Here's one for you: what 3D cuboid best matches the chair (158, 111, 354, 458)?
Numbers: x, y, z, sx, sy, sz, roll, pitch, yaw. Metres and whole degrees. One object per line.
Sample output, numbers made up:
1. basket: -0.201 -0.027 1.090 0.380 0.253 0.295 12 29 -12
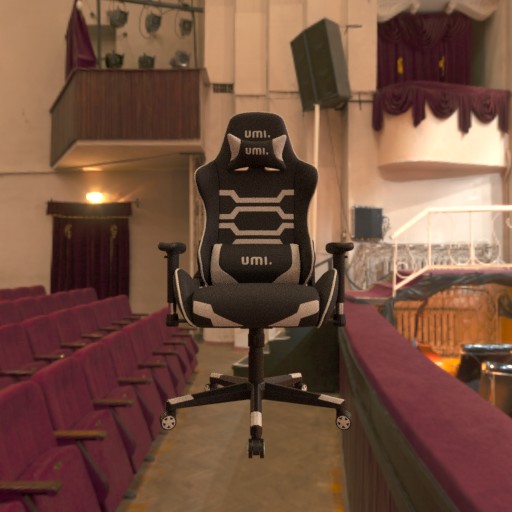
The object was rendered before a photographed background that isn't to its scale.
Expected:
1. chair: 0.000 0.000 1.679 0.700 1.240 0.700 0 -1 0
